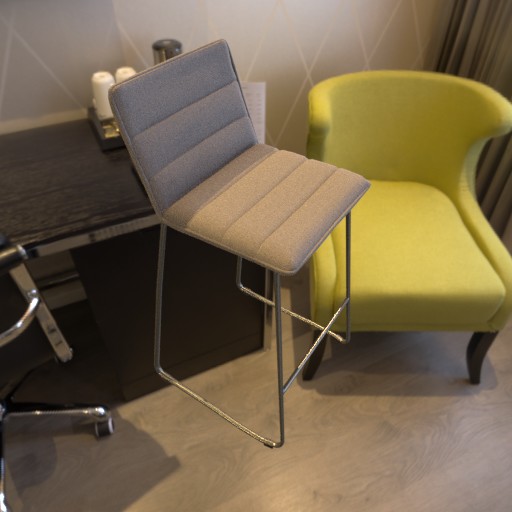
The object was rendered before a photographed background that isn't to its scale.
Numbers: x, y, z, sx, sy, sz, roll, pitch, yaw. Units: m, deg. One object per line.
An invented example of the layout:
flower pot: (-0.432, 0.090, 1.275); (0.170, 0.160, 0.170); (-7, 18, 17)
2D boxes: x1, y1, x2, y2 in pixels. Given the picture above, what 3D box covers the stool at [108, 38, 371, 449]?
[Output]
stool: (0.000, 0.000, 1.211); (0.490, 0.960, 0.490); (25, 48, 24)
